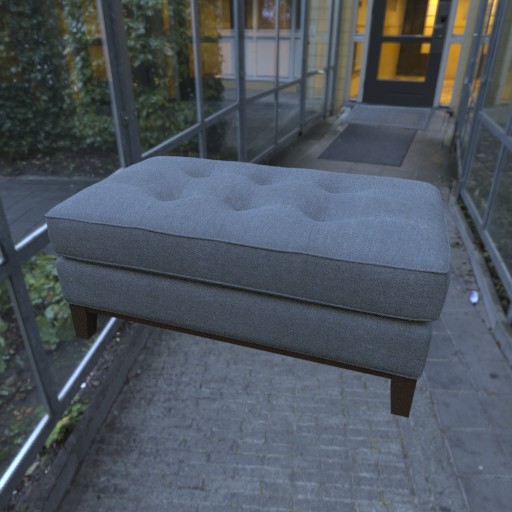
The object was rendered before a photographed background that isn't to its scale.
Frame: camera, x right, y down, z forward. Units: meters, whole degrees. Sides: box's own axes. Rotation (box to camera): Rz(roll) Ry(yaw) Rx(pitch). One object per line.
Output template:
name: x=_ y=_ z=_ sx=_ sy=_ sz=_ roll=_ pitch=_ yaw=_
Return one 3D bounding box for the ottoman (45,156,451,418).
ottoman: x=0.000 y=0.000 z=1.492 sx=1.143 sy=0.514 sz=0.648 roll=9 pitch=29 yaw=17
